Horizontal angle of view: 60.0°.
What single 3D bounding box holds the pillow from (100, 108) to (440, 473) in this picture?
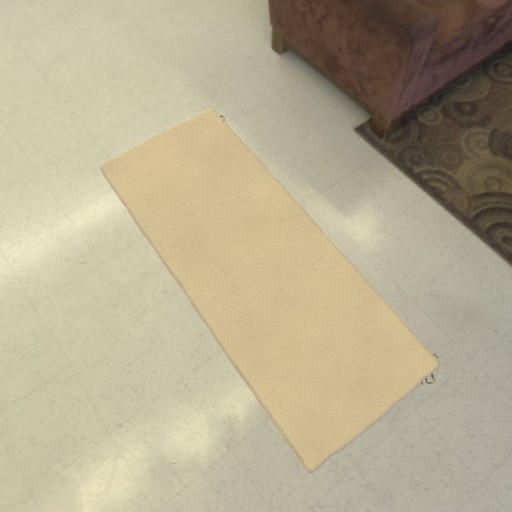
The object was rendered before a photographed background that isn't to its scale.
[{"bbox_3d":[0.000,0.000,1.367,0.492,0.081,1.187,-33,68,-15],"label":"pillow"}]
